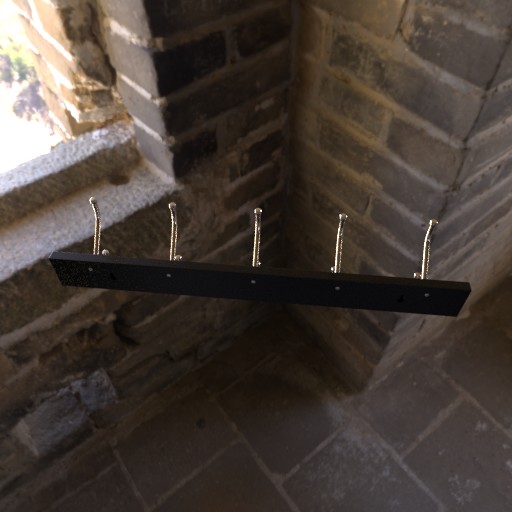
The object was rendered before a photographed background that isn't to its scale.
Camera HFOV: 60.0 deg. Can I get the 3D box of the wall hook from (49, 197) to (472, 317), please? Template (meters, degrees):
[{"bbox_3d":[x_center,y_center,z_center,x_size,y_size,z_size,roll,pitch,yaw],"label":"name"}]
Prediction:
[{"bbox_3d":[0.000,0.000,0.621,0.571,0.117,0.071,4,47,4],"label":"wall hook"}]
